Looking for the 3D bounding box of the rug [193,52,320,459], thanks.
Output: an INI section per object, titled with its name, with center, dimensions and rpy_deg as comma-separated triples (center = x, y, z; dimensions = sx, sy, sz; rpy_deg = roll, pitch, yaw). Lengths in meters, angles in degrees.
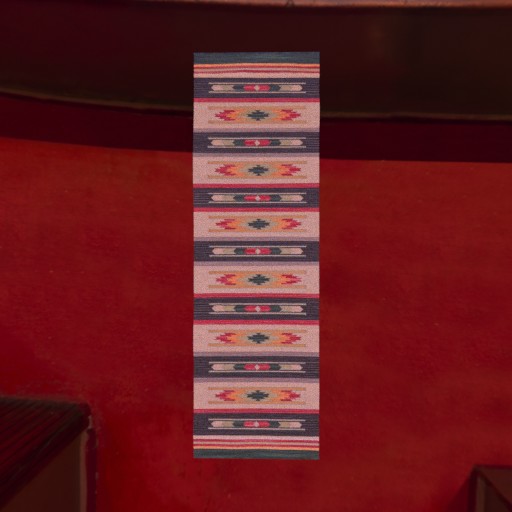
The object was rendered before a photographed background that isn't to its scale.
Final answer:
[rug]
center = 0.000, 0.000, 2.661
dimensions = 0.760, 0.009, 2.440
rpy_deg = 0, 90, 2
